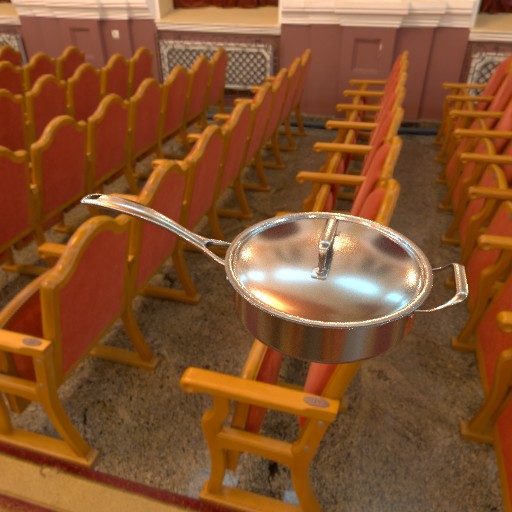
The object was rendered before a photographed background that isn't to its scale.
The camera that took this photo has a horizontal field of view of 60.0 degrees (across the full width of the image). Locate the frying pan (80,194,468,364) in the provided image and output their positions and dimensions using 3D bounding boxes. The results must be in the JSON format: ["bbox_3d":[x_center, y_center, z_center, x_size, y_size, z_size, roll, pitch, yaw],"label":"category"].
[{"bbox_3d":[0.000,0.000,0.565,0.492,0.111,0.245,9,34,14],"label":"frying pan"}]
